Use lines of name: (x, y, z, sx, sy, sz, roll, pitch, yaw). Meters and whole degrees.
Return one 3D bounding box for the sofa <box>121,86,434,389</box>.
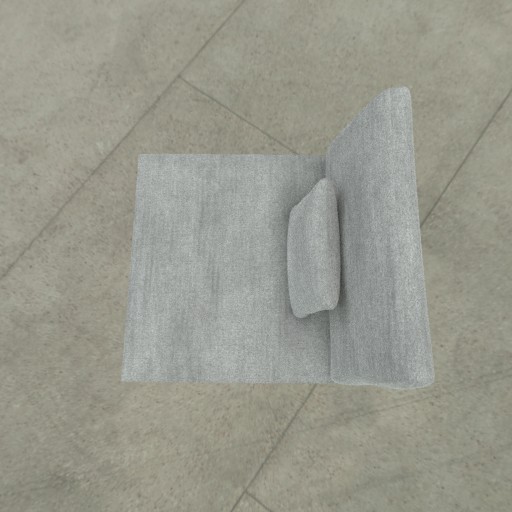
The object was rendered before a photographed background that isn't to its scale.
sofa: (0.000, 0.000, 1.660, 1.000, 0.820, 0.930, 0, 76, 0)
